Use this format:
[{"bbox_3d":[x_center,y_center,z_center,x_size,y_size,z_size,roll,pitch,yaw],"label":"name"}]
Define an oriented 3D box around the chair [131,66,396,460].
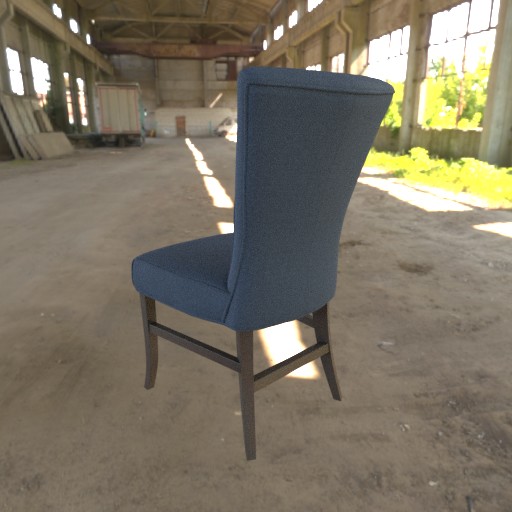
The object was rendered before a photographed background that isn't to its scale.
[{"bbox_3d":[0.000,0.000,1.334,0.520,0.991,0.660,-15,23,-40],"label":"chair"}]
